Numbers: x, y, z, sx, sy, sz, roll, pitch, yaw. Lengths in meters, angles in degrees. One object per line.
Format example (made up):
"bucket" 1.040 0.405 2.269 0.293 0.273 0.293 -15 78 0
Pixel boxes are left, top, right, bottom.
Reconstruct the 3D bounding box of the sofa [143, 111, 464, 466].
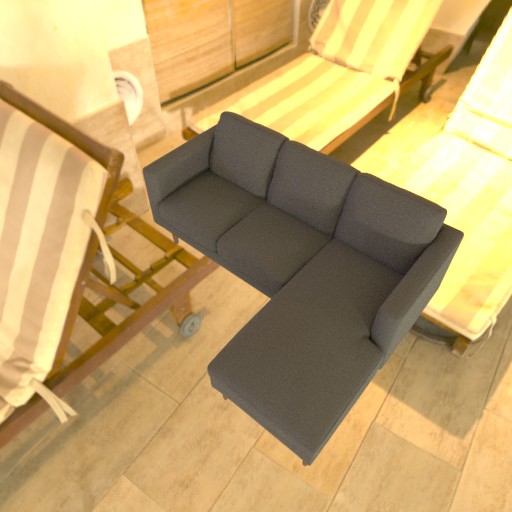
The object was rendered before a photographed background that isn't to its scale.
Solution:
"sofa" 0.000 0.000 2.918 2.031 0.897 1.591 32 55 26
